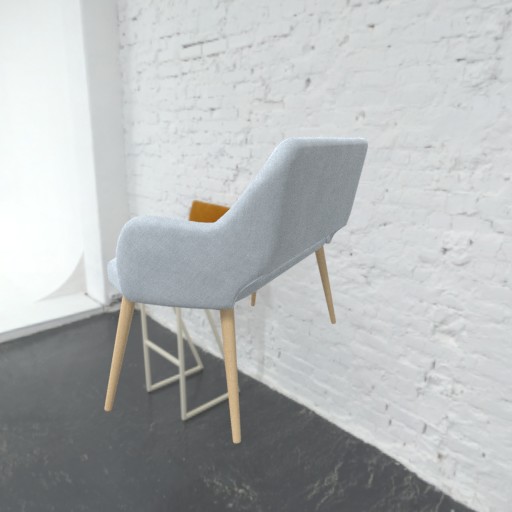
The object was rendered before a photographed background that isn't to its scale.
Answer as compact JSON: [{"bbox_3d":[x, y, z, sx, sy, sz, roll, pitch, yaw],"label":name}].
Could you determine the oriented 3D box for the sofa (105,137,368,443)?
[{"bbox_3d":[0.000,0.000,1.626,0.610,0.840,1.150,7,16,25],"label":"sofa"}]
